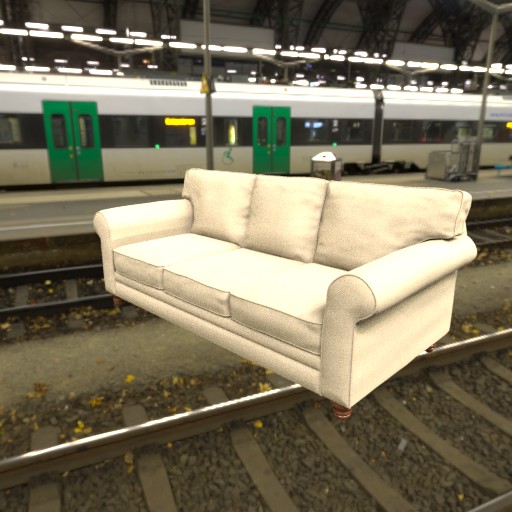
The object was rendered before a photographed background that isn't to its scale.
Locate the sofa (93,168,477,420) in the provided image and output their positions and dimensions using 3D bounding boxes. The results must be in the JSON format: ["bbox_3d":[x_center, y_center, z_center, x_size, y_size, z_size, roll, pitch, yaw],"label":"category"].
[{"bbox_3d":[0.000,0.000,2.586,2.118,0.889,0.998,14,21,42],"label":"sofa"}]
